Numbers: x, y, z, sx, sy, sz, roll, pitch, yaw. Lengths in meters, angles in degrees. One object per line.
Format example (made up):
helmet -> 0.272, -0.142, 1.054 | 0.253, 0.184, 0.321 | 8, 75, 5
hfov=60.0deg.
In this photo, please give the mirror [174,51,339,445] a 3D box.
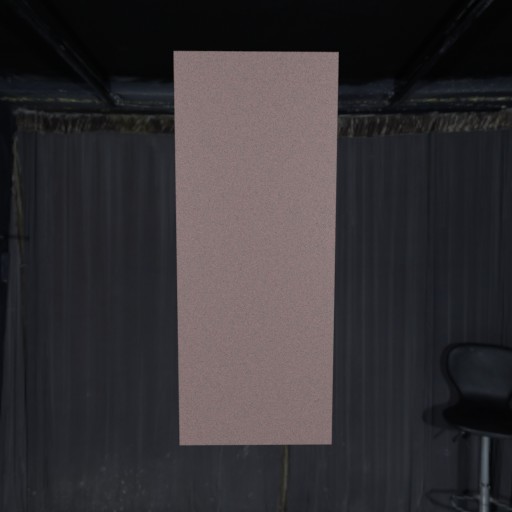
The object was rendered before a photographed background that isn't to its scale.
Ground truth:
mirror -> 0.000, 0.000, 2.295 | 0.812, 2.020, 0.221 | 0, 0, -1
